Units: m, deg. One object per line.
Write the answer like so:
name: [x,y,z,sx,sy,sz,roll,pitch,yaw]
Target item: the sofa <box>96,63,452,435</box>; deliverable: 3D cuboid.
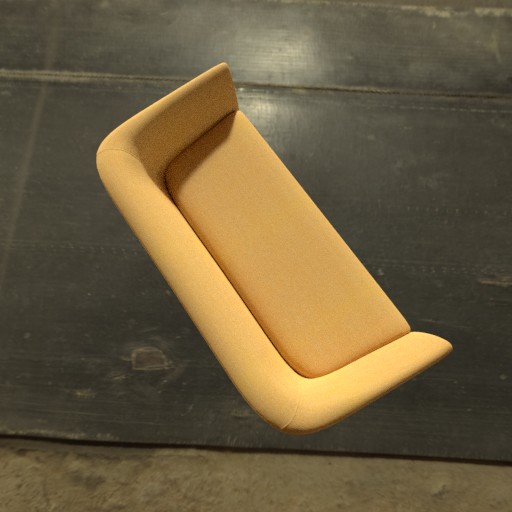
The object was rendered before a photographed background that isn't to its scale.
sofa: [0.000,0.000,1.866,0.705,0.721,1.452,-34,78,-8]
